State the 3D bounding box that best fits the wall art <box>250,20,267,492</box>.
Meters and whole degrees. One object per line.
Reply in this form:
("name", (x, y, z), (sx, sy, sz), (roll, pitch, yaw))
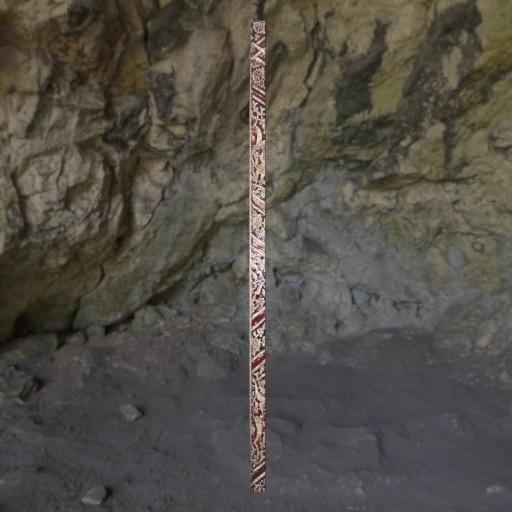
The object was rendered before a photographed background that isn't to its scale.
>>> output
("wall art", (0.000, 0.000, 0.761), (0.020, 0.599, 0.397), (0, 1, -1))
